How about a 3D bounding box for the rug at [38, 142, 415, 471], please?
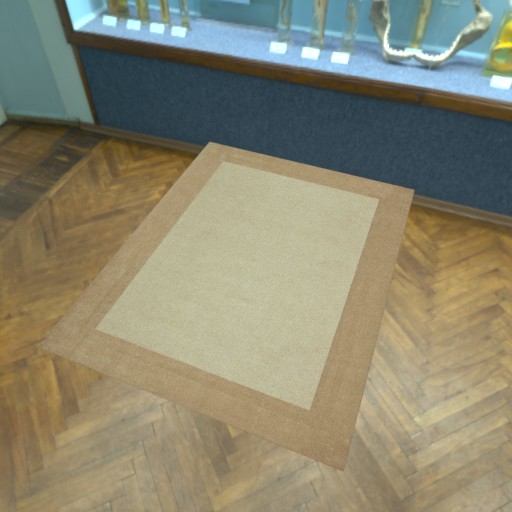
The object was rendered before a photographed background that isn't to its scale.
[{"bbox_3d":[0.000,0.000,4.102,2.438,0.014,3.048,17,50,15],"label":"rug"}]
